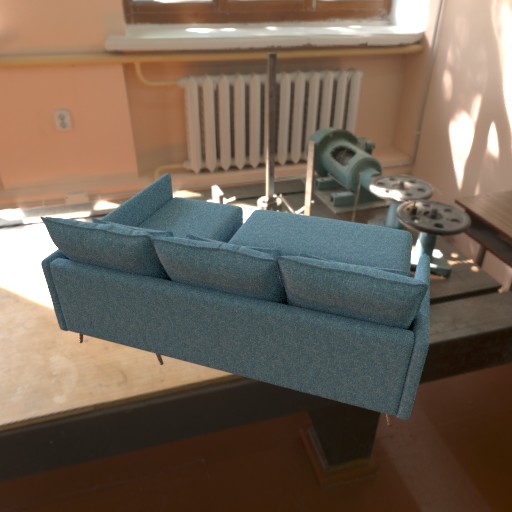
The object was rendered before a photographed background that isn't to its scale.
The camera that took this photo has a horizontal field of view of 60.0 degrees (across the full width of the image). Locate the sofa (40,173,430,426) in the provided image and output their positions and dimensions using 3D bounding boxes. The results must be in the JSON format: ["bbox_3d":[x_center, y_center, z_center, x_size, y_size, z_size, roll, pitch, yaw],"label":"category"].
[{"bbox_3d":[0.000,0.000,2.804,2.034,0.899,1.420,10,33,16],"label":"sofa"}]
